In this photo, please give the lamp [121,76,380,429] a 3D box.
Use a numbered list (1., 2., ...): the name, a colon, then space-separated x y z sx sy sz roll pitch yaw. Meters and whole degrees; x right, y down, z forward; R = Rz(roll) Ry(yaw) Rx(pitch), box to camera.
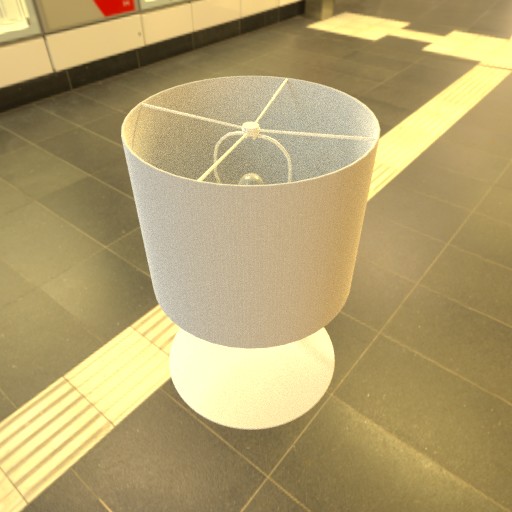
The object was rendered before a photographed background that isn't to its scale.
1. lamp: 0.000 0.000 0.683 0.299 0.454 0.341 13 42 15
